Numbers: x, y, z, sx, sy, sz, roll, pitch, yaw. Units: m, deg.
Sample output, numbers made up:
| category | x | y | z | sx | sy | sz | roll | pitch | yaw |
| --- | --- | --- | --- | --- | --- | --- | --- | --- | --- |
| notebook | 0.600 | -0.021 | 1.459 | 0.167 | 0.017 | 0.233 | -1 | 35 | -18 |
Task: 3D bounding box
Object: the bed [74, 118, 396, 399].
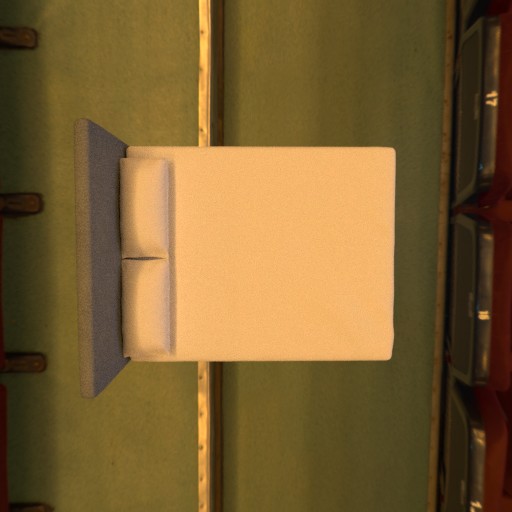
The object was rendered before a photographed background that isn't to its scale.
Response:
| category | x | y | z | sx | sy | sz | roll | pitch | yaw |
| --- | --- | --- | --- | --- | --- | --- | --- | --- | --- |
| bed | 0.000 | 0.000 | 3.235 | 2.142 | 1.330 | 1.713 | 0 | 93 | -1 |
